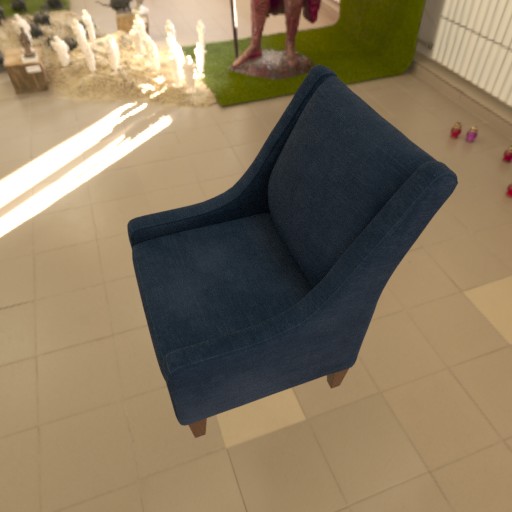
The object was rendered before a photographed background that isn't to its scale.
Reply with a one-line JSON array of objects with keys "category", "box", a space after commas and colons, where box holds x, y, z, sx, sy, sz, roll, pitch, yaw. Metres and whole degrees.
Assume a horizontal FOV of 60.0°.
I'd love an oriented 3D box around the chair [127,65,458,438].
[{"category": "chair", "box": [0.000, 0.000, 1.628, 0.870, 1.014, 0.774, -15, 47, -14]}]
